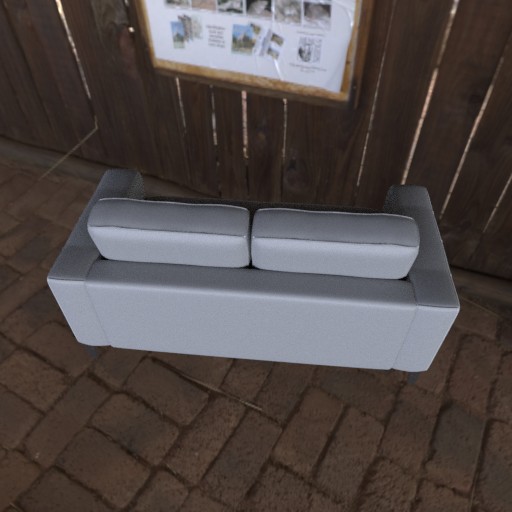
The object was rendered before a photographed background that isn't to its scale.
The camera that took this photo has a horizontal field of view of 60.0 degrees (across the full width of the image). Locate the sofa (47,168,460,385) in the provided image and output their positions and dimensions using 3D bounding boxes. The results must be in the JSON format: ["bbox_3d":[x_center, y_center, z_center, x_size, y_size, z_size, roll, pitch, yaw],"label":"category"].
[{"bbox_3d":[0.000,0.000,2.200,1.726,0.892,0.833,4,46,4],"label":"sofa"}]
